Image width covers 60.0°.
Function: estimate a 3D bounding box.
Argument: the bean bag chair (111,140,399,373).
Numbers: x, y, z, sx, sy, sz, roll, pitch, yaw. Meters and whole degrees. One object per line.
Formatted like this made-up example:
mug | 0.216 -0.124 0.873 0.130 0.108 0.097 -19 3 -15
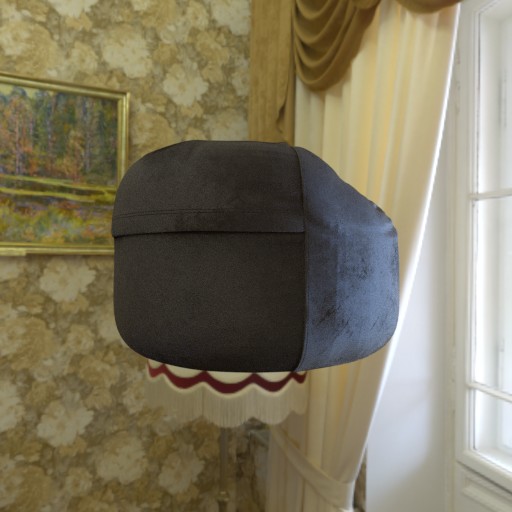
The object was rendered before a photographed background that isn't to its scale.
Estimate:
bean bag chair | 0.000 0.000 1.485 0.918 0.605 0.918 0 0 0
